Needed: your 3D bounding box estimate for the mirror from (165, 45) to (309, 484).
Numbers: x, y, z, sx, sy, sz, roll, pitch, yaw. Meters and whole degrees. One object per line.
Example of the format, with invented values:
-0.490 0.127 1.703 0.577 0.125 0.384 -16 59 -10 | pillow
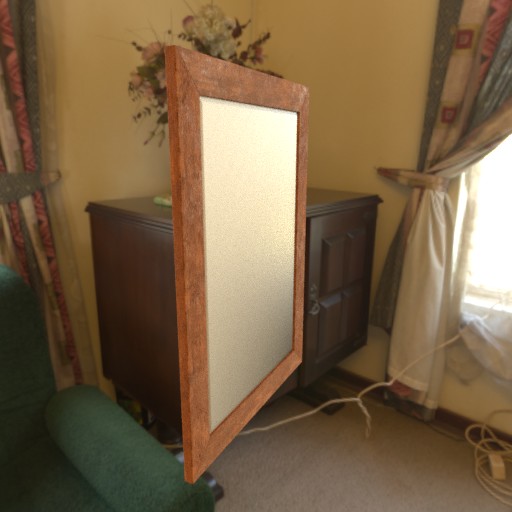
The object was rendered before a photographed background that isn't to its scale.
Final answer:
0.000 0.000 1.416 0.028 1.099 0.796 7 16 27 | mirror
